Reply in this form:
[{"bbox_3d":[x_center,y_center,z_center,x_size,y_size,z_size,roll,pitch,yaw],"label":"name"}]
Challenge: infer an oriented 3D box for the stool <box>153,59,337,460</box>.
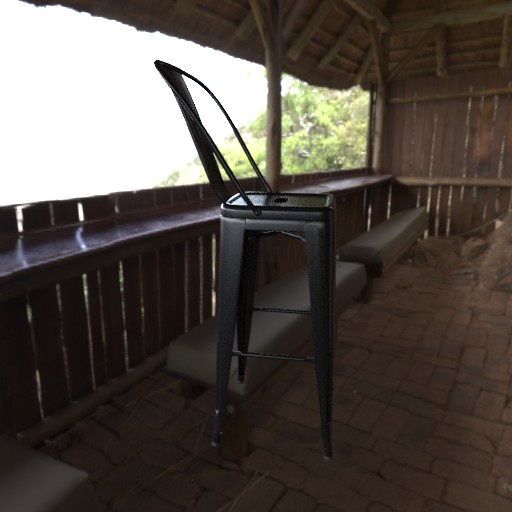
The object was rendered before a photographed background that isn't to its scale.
[{"bbox_3d":[0.000,0.000,1.342,0.513,1.096,0.399,3,16,10],"label":"stool"}]
